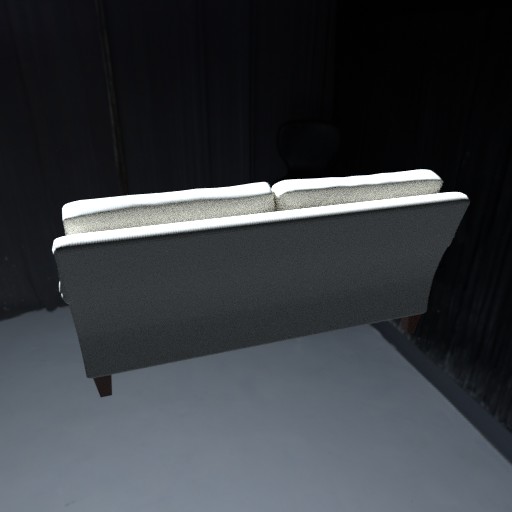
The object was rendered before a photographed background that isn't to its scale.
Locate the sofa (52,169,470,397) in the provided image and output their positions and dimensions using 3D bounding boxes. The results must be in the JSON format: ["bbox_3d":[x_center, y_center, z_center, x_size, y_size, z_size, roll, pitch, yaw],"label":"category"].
[{"bbox_3d":[0.000,0.000,2.744,2.159,1.087,1.086,-8,27,-16],"label":"sofa"}]
